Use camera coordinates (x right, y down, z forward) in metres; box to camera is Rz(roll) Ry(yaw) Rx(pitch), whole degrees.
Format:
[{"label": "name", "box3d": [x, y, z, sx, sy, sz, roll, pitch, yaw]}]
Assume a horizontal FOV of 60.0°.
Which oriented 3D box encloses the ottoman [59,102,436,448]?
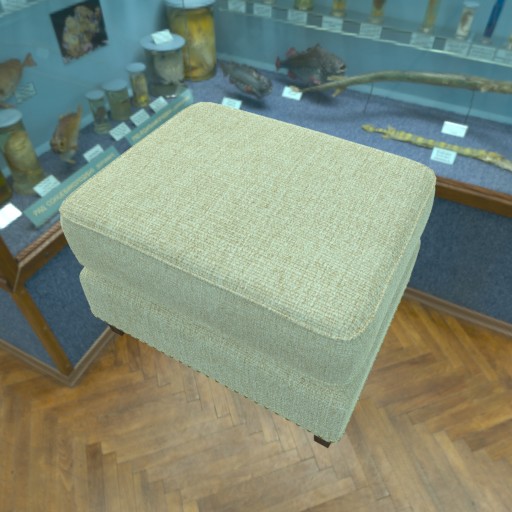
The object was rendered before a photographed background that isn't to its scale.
[{"label": "ottoman", "box3d": [0.000, 0.000, 1.151, 0.738, 0.537, 0.589, 22, 51, 20]}]
